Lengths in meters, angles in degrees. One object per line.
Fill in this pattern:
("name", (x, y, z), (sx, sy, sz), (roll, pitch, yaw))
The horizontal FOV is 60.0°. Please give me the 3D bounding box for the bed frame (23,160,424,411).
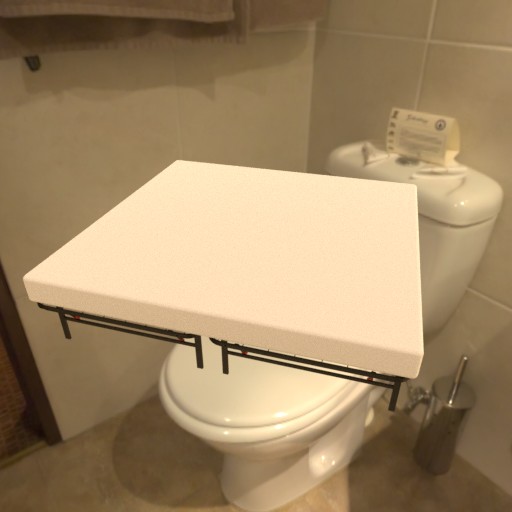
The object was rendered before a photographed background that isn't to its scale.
("bed frame", (0.000, 0.000, 3.017), (2.033, 0.525, 1.935), (9, 32, 14))
